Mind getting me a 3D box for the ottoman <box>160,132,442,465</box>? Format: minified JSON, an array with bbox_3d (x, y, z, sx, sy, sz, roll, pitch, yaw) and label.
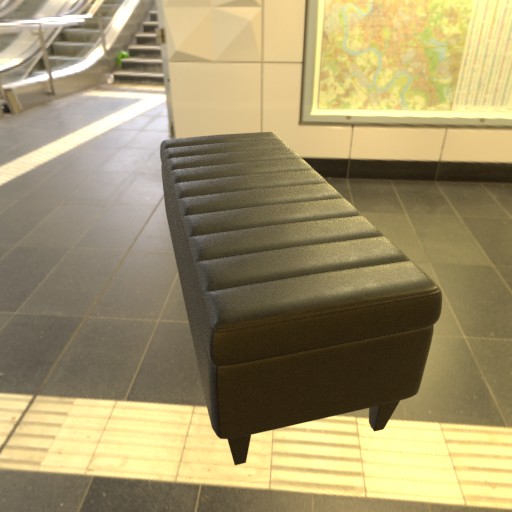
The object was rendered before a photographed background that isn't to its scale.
[{"bbox_3d":[0.000,0.000,1.389,0.482,0.469,1.151,-8,32,-13],"label":"ottoman"}]
